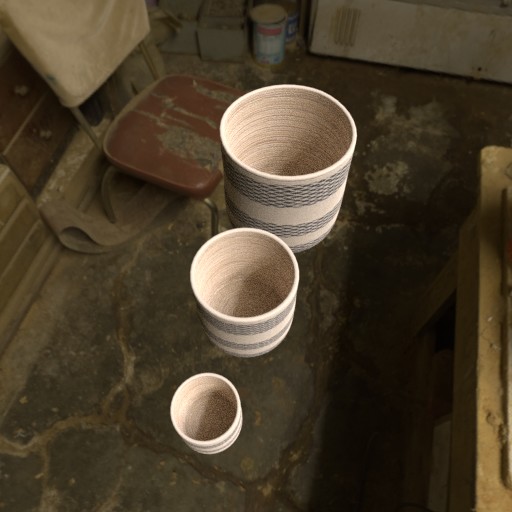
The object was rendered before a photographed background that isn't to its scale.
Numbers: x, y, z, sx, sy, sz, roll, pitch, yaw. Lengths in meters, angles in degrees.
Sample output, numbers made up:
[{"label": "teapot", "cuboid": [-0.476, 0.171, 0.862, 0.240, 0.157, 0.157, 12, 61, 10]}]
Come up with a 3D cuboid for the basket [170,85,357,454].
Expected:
[{"label": "basket", "cuboid": [0.000, 0.000, 1.124, 0.351, 0.356, 0.917, 14, 59, 9]}]
